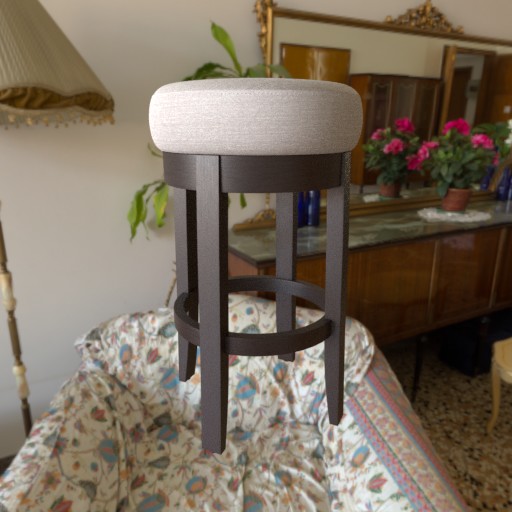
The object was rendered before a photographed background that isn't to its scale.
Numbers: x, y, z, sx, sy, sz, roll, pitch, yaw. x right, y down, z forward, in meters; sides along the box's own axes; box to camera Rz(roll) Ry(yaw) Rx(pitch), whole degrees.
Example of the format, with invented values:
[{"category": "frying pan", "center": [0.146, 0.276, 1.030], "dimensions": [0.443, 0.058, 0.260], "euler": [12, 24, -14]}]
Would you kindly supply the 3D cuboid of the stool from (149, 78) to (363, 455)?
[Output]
[{"category": "stool", "center": [0.000, 0.000, 1.027], "dimensions": [0.443, 0.757, 0.443], "euler": [0, 16, 0]}]
